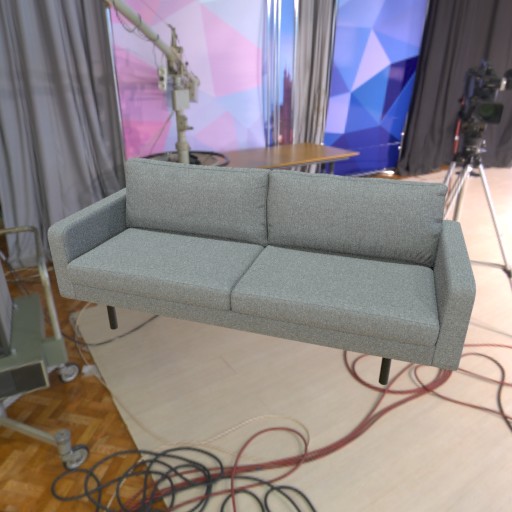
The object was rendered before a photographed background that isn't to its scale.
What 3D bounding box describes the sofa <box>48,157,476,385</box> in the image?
[{"bbox_3d":[0.000,0.000,2.569,2.200,0.880,0.880,8,27,16],"label":"sofa"}]
